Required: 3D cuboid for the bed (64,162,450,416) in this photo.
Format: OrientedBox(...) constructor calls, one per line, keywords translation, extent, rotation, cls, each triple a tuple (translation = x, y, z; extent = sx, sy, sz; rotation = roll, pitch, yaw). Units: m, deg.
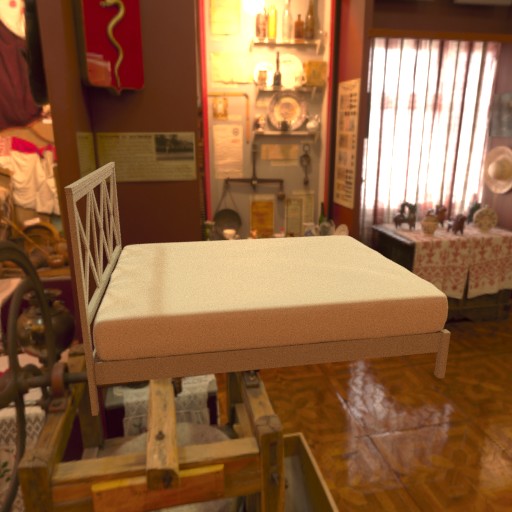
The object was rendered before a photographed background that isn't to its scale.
OrientedBox(translation=(0.000, 0.000, 3.225), extent=(2.135, 1.253, 1.673), rotation=(-3, 16, -10), cls="bed")
